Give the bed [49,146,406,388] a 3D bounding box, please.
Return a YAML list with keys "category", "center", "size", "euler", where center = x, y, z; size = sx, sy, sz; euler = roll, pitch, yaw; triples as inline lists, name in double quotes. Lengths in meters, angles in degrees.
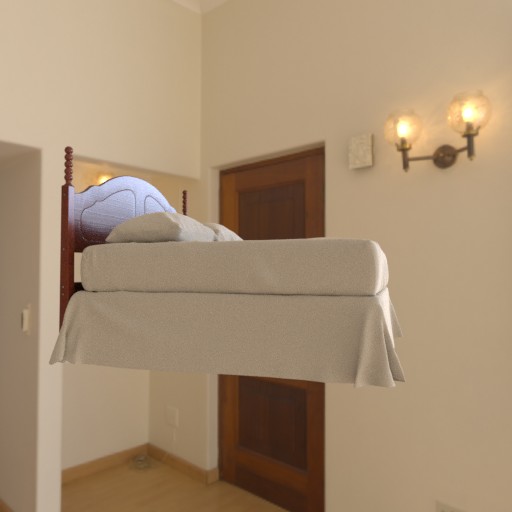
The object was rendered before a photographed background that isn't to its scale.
- category: "bed"
  center: [0.000, 0.000, 3.243]
  size: [2.040, 1.356, 1.873]
  euler: [-1, -2, 18]
